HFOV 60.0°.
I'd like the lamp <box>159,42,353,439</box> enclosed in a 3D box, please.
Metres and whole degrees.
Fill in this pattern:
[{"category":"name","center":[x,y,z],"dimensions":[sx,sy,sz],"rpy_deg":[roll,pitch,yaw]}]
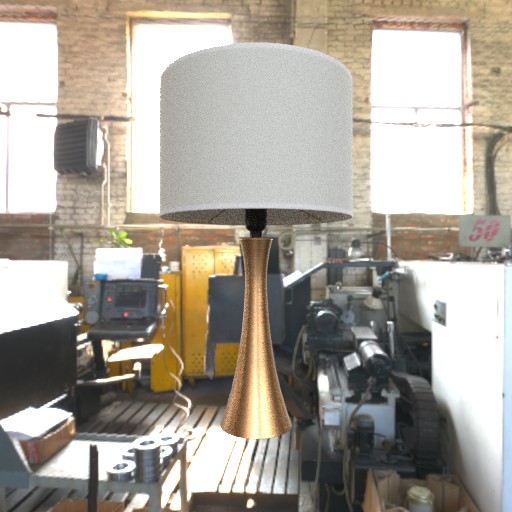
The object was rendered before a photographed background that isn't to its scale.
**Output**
[{"category":"lamp","center":[0.000,0.000,0.629],"dimensions":[0.268,0.479,0.268],"rpy_deg":[0,0,-37]}]
